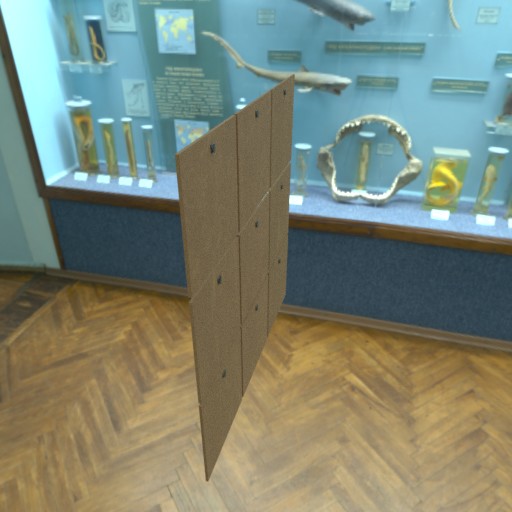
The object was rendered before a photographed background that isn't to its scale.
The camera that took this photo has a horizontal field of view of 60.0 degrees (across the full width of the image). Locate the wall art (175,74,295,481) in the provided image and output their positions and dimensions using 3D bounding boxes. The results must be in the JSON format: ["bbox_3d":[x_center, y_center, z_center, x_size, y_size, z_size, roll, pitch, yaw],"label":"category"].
[{"bbox_3d":[0.000,0.000,2.260,0.023,1.522,1.526,9,32,14],"label":"wall art"}]
